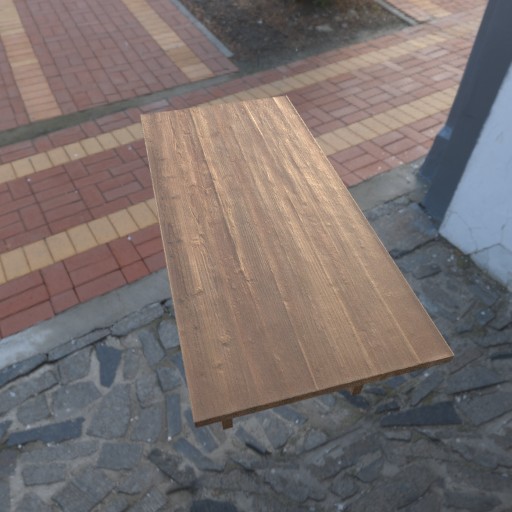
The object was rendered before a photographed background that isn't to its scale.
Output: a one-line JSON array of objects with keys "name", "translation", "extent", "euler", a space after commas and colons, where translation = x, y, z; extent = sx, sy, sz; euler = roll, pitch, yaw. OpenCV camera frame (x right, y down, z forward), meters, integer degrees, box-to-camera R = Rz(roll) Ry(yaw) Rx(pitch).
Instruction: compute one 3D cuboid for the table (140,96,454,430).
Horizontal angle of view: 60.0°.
[{"name": "table", "translation": [0.000, 0.000, 2.454], "extent": [0.952, 0.760, 2.003], "euler": [-11, 48, -10]}]
